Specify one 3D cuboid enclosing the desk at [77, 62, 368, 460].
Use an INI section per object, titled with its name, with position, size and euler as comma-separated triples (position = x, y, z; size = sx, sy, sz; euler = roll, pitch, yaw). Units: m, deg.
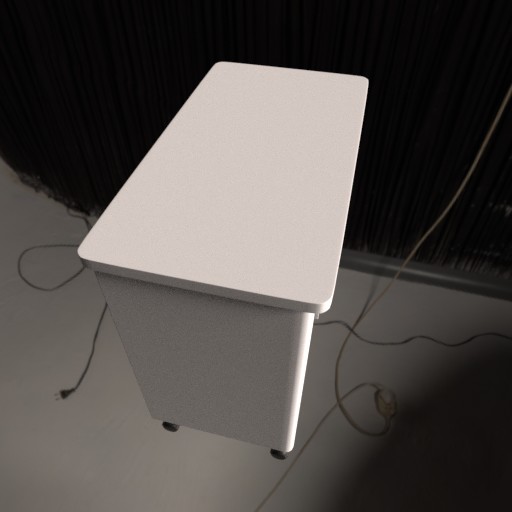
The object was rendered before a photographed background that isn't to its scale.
[desk]
position = 0.000, 0.000, 1.330
size = 0.475, 0.763, 0.877
euler = 10, 47, 10
